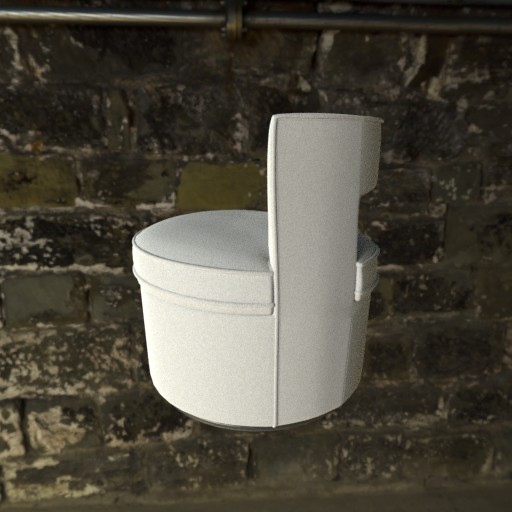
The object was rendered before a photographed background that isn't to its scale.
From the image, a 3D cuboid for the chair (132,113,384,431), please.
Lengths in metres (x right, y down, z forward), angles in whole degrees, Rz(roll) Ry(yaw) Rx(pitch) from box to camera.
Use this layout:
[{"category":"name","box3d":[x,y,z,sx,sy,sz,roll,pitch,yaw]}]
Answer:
[{"category":"chair","box3d":[0.000,0.000,1.227,0.665,0.723,0.650,3,15,10]}]
